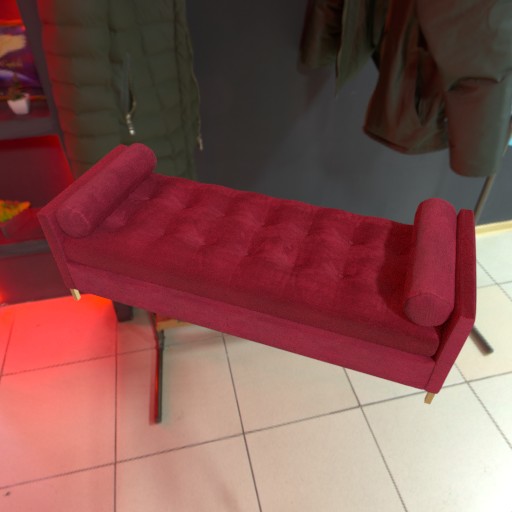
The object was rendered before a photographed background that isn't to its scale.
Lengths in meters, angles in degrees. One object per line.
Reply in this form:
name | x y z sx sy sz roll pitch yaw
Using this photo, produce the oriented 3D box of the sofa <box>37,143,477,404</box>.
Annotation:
sofa | 0.000 0.000 2.430 2.102 0.705 0.796 13 44 14
